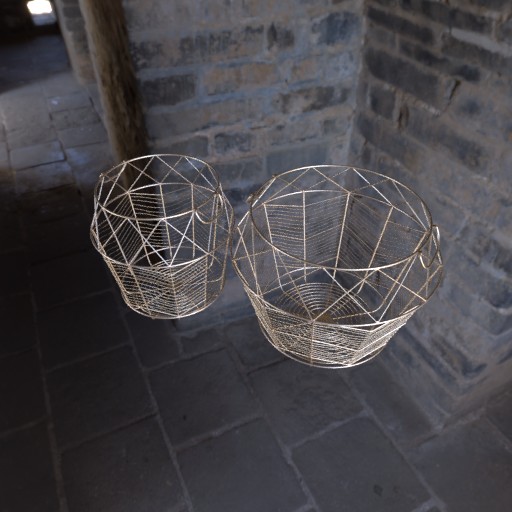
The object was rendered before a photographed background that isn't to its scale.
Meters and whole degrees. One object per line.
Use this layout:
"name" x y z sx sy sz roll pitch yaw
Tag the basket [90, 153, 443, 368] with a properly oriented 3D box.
"basket" 0.000 0.000 1.050 0.805 0.343 0.451 11 42 13
